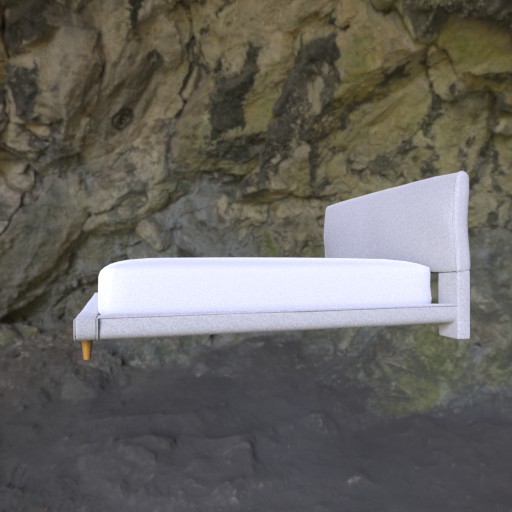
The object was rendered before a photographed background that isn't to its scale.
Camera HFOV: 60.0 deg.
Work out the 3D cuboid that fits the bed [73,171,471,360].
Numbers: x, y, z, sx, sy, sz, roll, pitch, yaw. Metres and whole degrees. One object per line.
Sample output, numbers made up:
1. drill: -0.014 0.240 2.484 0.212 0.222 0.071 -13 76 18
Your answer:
1. bed: 0.000 0.000 3.313 2.368 1.067 1.840 0 -1 -17
